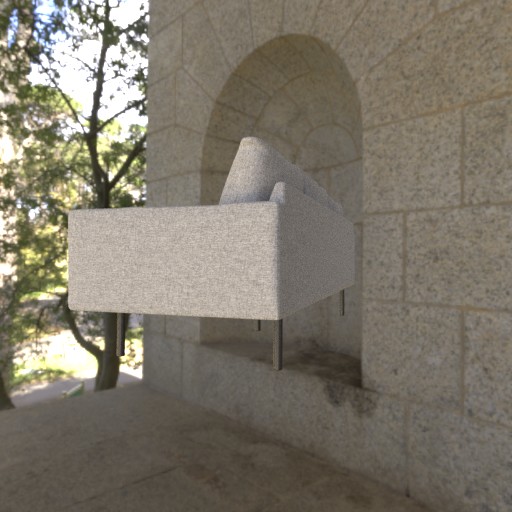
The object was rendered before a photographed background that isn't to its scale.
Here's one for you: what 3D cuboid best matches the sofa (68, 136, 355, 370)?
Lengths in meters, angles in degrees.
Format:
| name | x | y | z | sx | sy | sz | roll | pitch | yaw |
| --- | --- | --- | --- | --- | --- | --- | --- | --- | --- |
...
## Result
| name | x | y | z | sx | sy | sz | roll | pitch | yaw |
| --- | --- | --- | --- | --- | --- | --- | --- | --- | --- |
| sofa | 0.000 | 0.000 | 2.467 | 0.850 | 0.830 | 2.000 | 0 | 0 | 19 |
